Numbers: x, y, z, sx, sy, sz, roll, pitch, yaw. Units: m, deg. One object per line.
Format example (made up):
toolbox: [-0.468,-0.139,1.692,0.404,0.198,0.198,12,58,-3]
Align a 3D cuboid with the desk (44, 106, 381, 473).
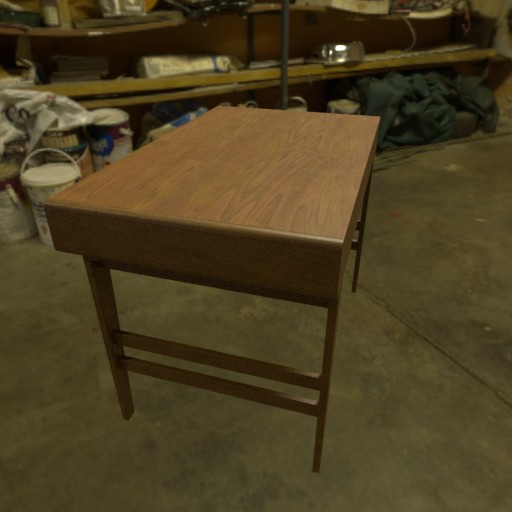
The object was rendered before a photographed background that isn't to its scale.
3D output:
desk: [0.000,0.000,1.516,0.660,0.754,1.066,9,31,15]
